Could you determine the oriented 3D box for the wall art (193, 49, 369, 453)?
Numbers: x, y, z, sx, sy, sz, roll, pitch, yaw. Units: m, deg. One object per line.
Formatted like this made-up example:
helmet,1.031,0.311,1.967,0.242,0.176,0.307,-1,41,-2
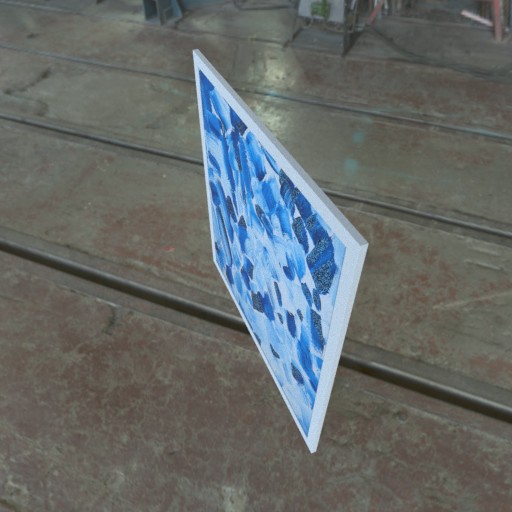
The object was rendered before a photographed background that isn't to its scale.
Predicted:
wall art,0.000,0.000,1.211,0.015,0.812,0.812,-17,48,-16
